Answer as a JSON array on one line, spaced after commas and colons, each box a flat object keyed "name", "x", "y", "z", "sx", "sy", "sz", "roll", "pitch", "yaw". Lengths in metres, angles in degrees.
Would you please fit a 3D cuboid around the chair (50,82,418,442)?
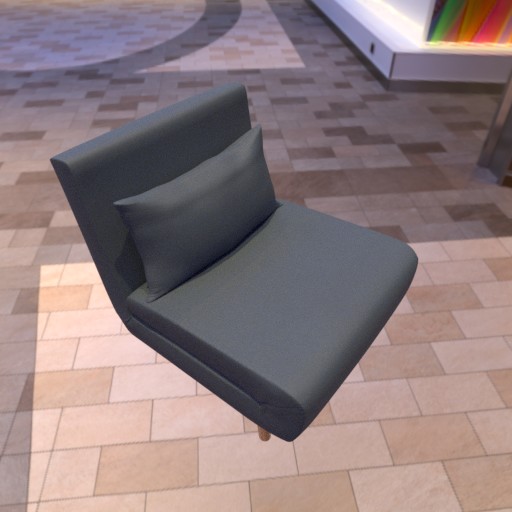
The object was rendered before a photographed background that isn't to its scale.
[{"name": "chair", "x": 0.000, "y": 0.000, "z": 1.497, "sx": 0.900, "sy": 0.808, "sz": 0.770, "roll": 27, "pitch": 47, "yaw": 28}]
